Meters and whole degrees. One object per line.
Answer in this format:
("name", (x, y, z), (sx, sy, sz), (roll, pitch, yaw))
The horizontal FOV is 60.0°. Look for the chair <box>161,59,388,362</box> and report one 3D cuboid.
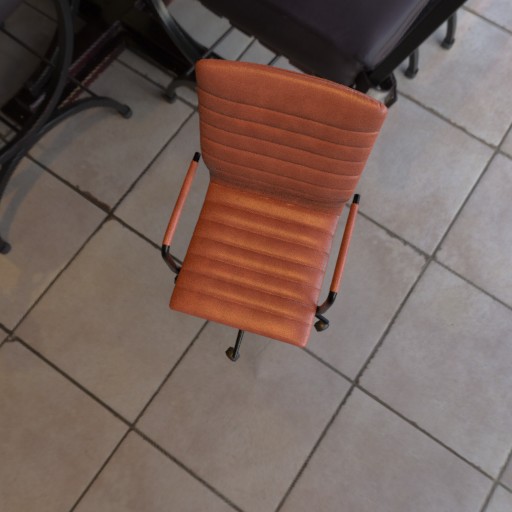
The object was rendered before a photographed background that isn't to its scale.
("chair", (0.000, 0.000, 1.260), (0.600, 0.878, 0.578), (16, 75, 4))
